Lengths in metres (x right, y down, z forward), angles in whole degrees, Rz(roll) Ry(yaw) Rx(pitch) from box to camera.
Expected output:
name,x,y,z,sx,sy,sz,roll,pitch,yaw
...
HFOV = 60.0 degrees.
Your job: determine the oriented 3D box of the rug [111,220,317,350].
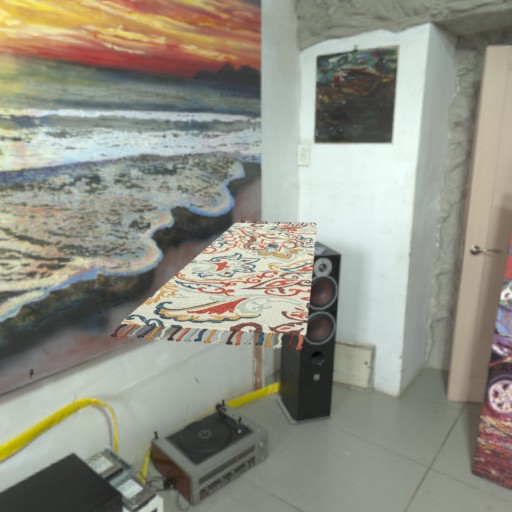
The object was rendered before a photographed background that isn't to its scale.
name,x,y,z,sx,sy,sz,roll,pitch,yaw
rug,0.000,0.000,2.947,0.763,0.015,2.682,2,14,8
